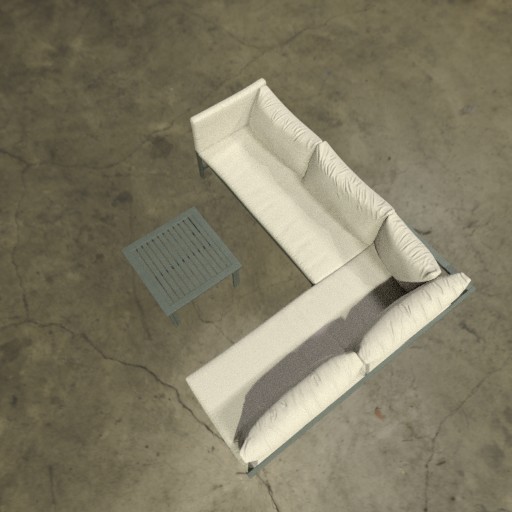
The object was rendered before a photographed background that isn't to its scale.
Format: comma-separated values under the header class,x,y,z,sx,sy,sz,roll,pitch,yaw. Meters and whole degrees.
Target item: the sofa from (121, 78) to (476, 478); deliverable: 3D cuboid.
class,x,y,z,sx,sy,sz,roll,pitch,yaw
sofa,0.000,0.000,2.974,1.658,0.758,2.096,-34,68,-16
